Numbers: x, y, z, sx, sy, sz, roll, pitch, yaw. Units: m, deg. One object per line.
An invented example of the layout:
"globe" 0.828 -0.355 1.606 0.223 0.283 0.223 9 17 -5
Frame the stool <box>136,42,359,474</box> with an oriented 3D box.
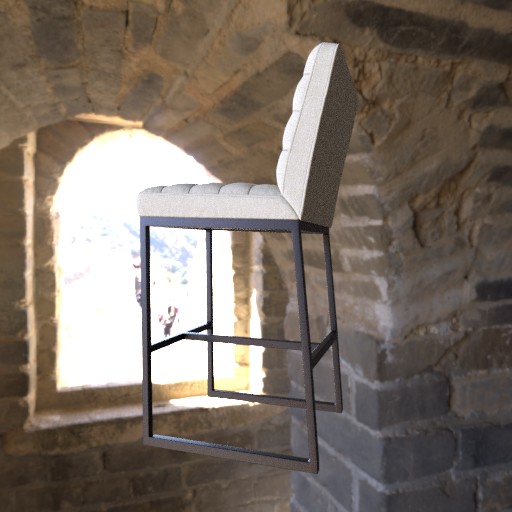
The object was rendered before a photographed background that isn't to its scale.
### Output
"stool" 0.000 0.000 1.338 0.560 1.040 0.460 0 1 19
